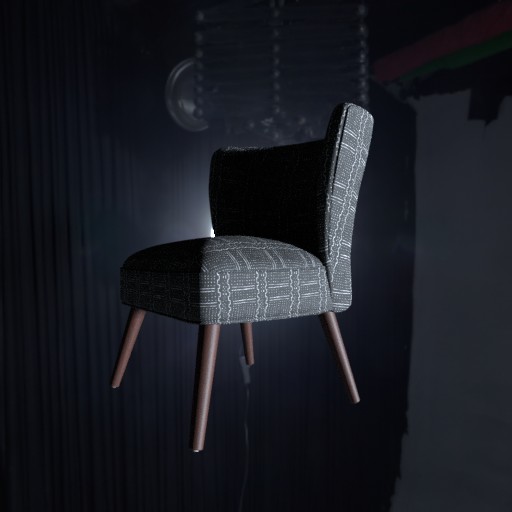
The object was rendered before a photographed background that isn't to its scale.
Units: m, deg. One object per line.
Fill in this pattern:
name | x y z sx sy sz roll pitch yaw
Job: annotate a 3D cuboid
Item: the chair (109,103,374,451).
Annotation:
chair | 0.000 0.000 1.426 0.758 0.866 0.710 0 0 -35
